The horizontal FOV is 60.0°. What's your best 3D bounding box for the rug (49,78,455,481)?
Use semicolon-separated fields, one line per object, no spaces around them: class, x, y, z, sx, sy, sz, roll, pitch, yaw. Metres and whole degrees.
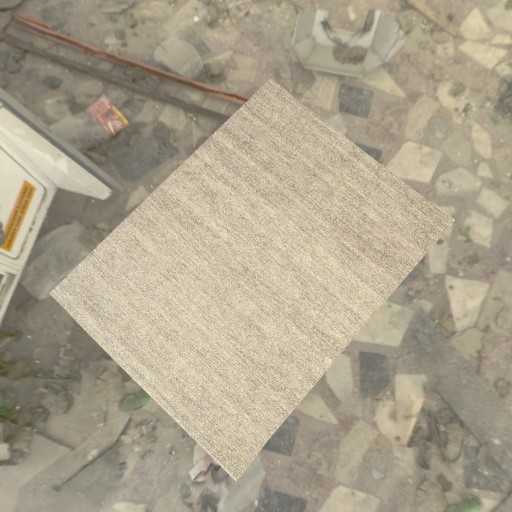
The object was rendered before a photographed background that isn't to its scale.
rug;0.000;0.000;4.296;2.434;0.045;3.202;41;79;10
